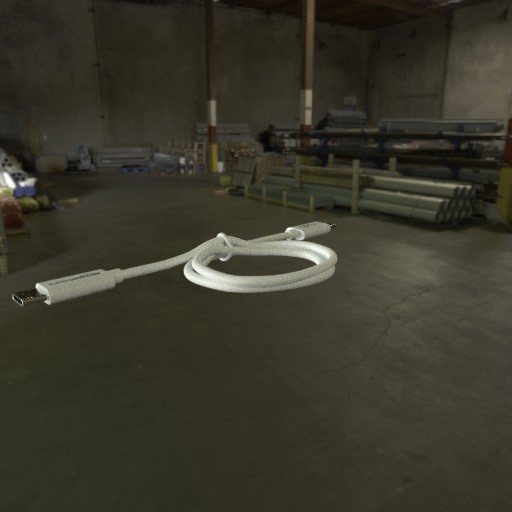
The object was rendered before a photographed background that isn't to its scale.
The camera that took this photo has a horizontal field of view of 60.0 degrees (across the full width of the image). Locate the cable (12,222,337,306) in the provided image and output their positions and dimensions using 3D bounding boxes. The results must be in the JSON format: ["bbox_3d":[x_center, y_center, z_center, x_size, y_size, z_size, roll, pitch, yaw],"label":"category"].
[{"bbox_3d":[0.000,0.000,0.202,0.186,0.014,0.070,-15,22,-43],"label":"cable"}]
